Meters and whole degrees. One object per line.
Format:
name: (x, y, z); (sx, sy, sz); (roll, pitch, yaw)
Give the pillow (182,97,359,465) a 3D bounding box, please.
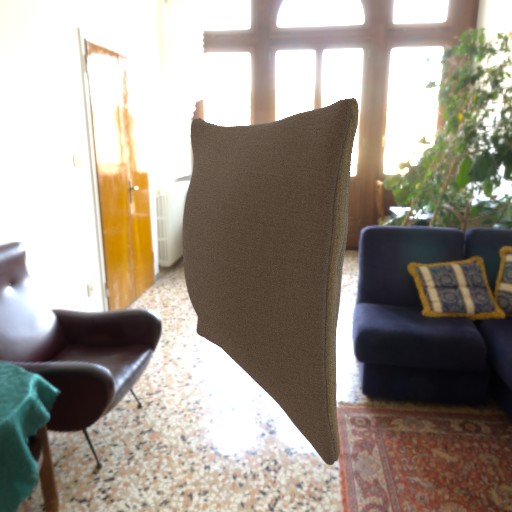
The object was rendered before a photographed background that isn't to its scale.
pillow: (0.000, 0.000, 0.664); (0.189, 0.416, 0.435); (-7, 16, -27)
